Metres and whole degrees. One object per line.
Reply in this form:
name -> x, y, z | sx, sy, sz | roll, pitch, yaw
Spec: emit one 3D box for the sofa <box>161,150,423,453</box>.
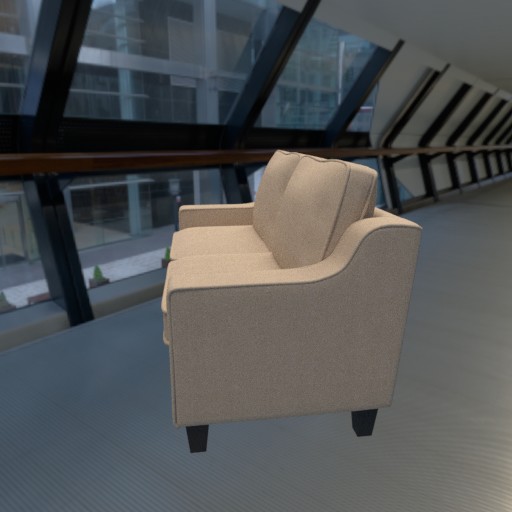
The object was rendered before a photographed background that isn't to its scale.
sofa -> 0.000, 0.000, 3.481 | 1.351, 1.562, 2.587 | -2, 15, -8
